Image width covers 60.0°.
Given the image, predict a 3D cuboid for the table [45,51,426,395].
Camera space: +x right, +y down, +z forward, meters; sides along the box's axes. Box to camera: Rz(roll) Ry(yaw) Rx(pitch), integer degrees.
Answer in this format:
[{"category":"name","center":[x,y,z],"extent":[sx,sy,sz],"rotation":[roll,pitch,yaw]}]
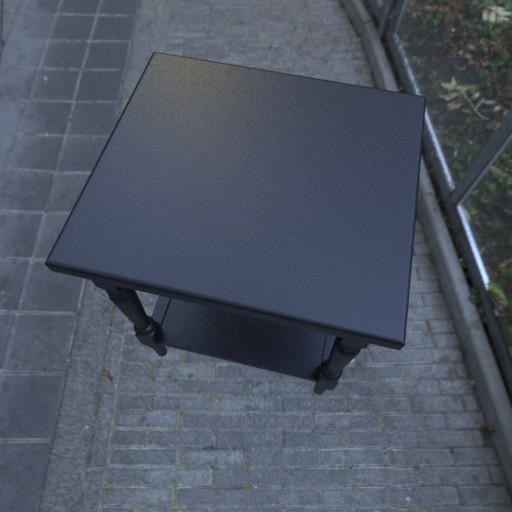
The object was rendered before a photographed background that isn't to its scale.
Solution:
[{"category":"table","center":[0.000,0.000,0.923],"extent":[0.488,0.565,0.442],"rotation":[12,63,6]}]
